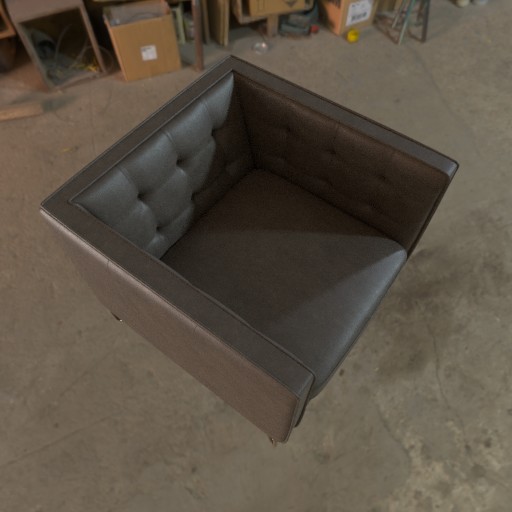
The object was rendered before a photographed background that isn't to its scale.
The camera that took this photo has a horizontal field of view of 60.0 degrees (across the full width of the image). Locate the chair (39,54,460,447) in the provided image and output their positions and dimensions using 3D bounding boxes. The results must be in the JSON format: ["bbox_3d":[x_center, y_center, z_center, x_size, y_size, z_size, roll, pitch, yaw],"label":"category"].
[{"bbox_3d":[0.000,0.000,1.571,0.894,0.790,0.880,32,64,18],"label":"chair"}]
